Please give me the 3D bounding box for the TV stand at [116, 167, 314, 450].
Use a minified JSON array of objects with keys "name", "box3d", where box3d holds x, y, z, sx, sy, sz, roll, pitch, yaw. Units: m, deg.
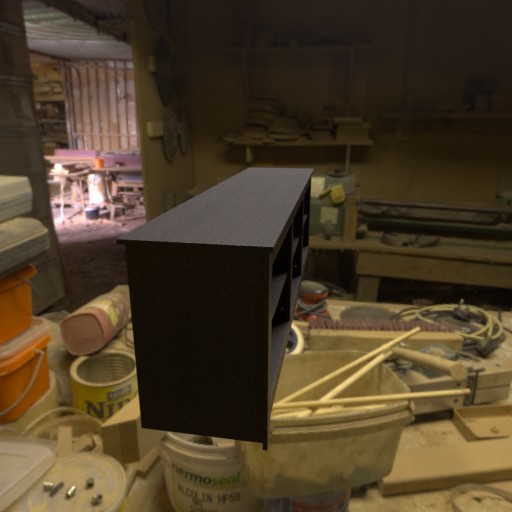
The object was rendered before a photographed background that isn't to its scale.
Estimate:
[{"name":"TV stand","box3d":[0.000,0.000,2.024,0.406,0.610,1.778,3,17,10]}]
